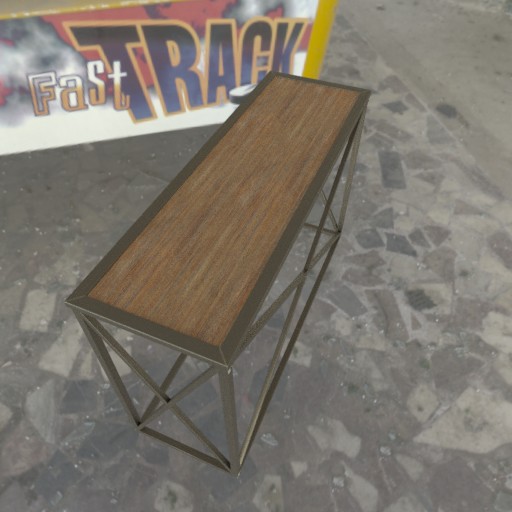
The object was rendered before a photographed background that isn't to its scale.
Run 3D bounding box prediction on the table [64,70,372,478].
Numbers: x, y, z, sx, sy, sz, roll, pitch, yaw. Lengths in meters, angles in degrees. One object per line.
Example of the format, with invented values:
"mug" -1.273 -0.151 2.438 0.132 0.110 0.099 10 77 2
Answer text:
"table" 0.000 0.000 1.579 0.402 0.753 1.216 18 50 15
